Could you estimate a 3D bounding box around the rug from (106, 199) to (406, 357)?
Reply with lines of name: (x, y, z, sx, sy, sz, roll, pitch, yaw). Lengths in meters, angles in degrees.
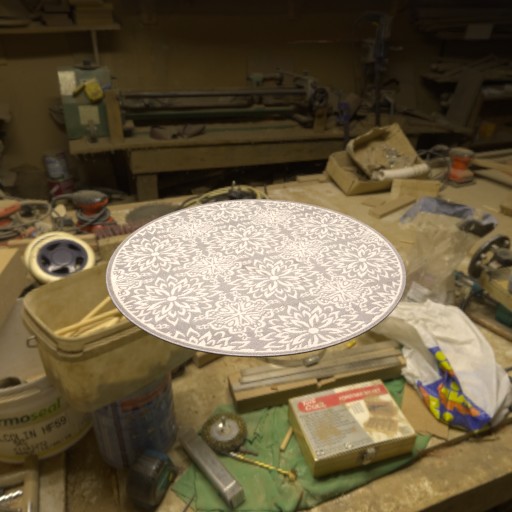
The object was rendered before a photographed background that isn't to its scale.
rug: (0.000, 0.000, 2.447, 1.593, 0.012, 1.593, 0, 30, 0)
